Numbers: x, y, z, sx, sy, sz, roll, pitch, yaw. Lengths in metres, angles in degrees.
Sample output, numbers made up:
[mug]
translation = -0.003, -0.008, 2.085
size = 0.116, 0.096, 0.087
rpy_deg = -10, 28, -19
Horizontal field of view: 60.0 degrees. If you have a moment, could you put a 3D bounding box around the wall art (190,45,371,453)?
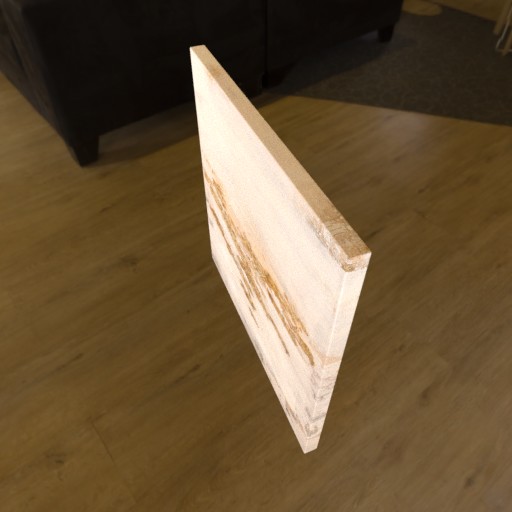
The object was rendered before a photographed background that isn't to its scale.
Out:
[wall art]
translation = 0.000, 0.000, 1.121
size = 0.038, 0.755, 0.753
rpy_deg = -17, 50, -15
